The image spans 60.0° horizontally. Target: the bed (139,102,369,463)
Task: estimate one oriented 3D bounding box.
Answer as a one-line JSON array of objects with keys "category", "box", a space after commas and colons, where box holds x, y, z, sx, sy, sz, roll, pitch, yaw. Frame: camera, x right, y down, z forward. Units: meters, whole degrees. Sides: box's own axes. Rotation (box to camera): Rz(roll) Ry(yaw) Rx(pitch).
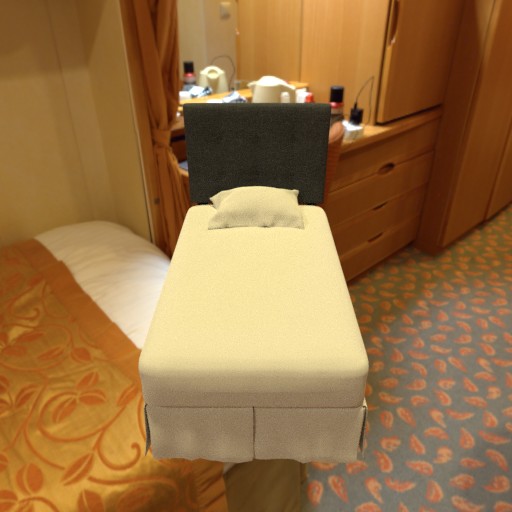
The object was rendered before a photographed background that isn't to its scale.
[{"category": "bed", "box": [0.000, 0.000, 2.963, 1.261, 1.571, 1.997, 0, 31, 0]}]
